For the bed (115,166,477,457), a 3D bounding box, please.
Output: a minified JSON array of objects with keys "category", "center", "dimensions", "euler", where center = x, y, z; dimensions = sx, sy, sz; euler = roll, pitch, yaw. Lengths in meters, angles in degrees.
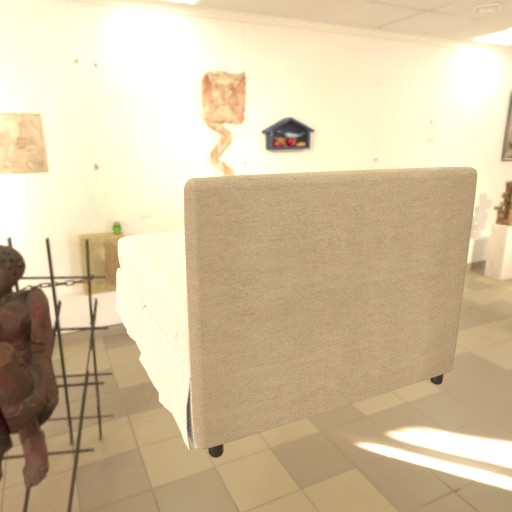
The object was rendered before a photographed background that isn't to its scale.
[{"category":"bed","center":[0.000,0.000,3.146],"dimensions":[1.713,1.330,2.162],"euler":[-7,17,-25]}]
